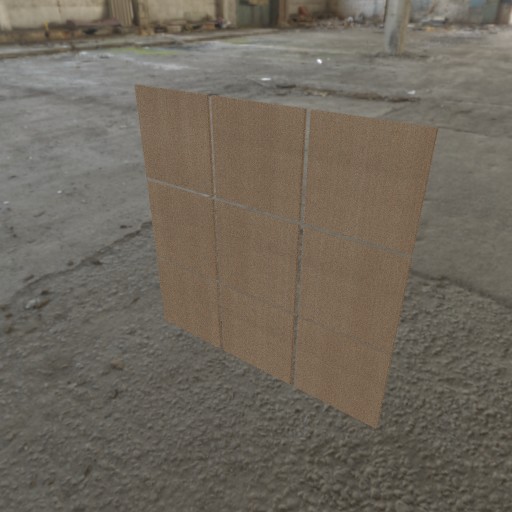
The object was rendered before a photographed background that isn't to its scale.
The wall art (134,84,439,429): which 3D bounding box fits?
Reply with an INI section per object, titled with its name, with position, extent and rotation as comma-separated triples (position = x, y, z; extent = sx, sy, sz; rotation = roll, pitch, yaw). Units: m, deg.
[wall art]
position = 0.000, 0.000, 1.817
extent = 1.219, 1.218, 0.013
rotation = 20, 36, 30
